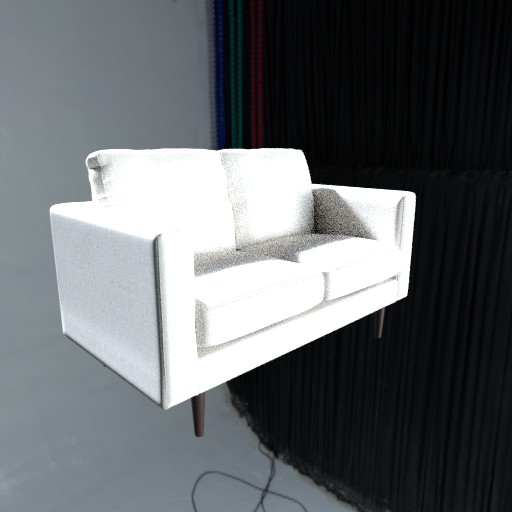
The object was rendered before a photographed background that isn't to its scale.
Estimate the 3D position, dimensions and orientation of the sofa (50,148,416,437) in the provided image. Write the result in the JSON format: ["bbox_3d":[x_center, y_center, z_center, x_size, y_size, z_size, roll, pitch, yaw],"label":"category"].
[{"bbox_3d":[0.000,0.000,1.932,1.430,0.908,0.796,-13,19,-42],"label":"sofa"}]
